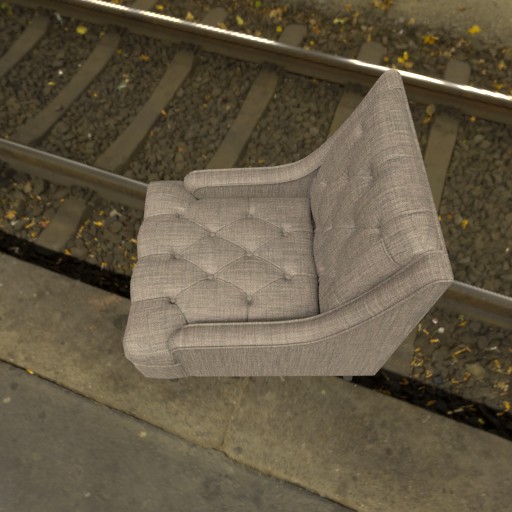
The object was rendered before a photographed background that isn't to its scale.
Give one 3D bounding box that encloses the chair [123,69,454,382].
[{"bbox_3d":[0.000,0.000,1.384,0.771,0.891,0.655,0,60,0],"label":"chair"}]
